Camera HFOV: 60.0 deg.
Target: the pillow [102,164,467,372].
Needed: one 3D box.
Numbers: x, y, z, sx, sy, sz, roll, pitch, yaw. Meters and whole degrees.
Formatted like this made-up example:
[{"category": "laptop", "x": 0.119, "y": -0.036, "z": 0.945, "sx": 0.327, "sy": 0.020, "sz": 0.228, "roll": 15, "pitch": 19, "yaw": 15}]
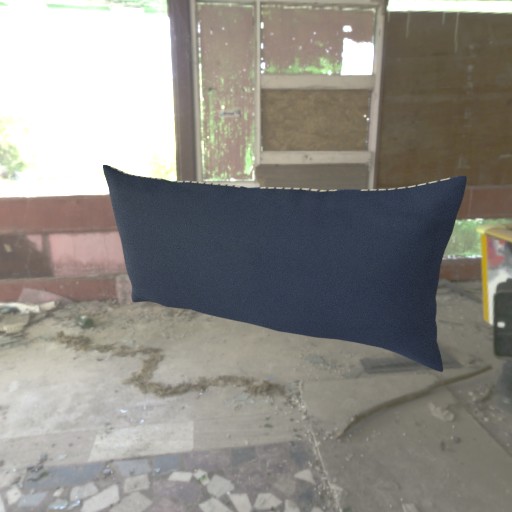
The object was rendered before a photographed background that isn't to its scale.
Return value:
[{"category": "pillow", "x": 0.000, "y": 0.000, "z": 0.737, "sx": 0.608, "sy": 0.292, "sz": 0.156, "roll": 8, "pitch": 17, "yaw": 27}]
